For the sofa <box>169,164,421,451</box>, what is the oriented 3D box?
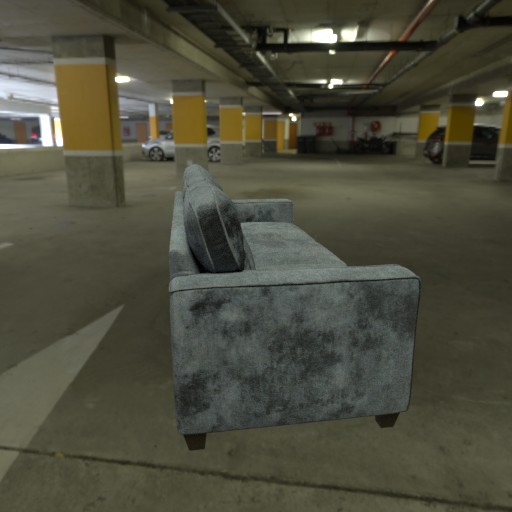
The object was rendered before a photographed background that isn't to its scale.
[{"bbox_3d":[0.000,0.000,2.597,0.939,0.965,2.133,-2,15,-9],"label":"sofa"}]
